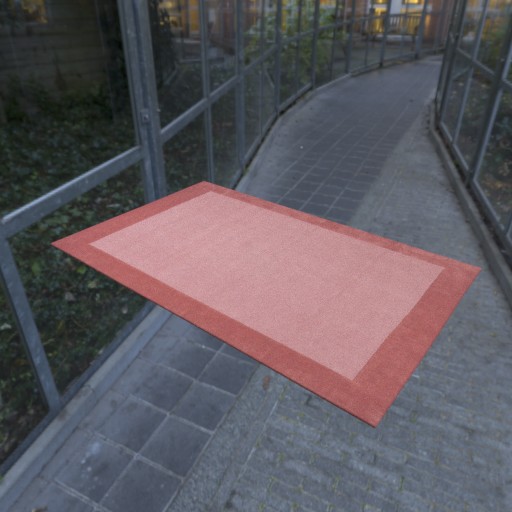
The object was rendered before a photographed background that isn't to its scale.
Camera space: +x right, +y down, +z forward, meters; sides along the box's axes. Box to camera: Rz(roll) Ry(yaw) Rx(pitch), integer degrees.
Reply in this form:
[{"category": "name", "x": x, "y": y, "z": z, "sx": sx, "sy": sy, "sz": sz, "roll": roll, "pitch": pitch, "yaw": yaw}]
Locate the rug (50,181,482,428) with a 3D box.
[{"category": "rug", "x": 0.000, "y": 0.000, "z": 2.939, "sx": 2.438, "sy": 0.014, "sz": 1.524, "roll": 22, "pitch": 37, "yaw": 32}]
